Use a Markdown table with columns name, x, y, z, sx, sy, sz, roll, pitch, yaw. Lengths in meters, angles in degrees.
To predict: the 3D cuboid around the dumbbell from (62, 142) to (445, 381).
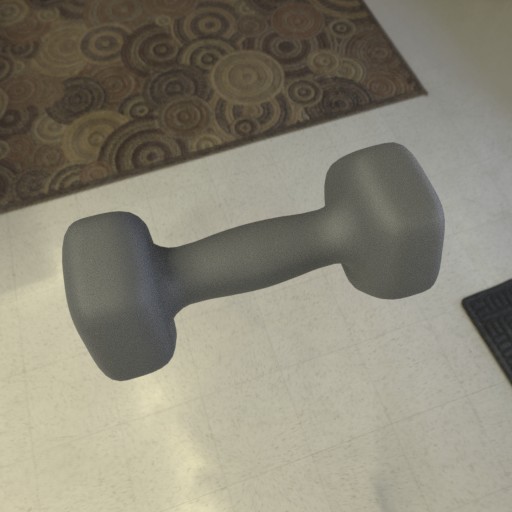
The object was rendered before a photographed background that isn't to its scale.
| name | x | y | z | sx | sy | sz | roll | pitch | yaw |
| --- | --- | --- | --- | --- | --- | --- | --- | --- | --- |
| dumbbell | 0.000 | 0.000 | 0.304 | 0.240 | 0.105 | 0.116 | -15 | 65 | -7 |
